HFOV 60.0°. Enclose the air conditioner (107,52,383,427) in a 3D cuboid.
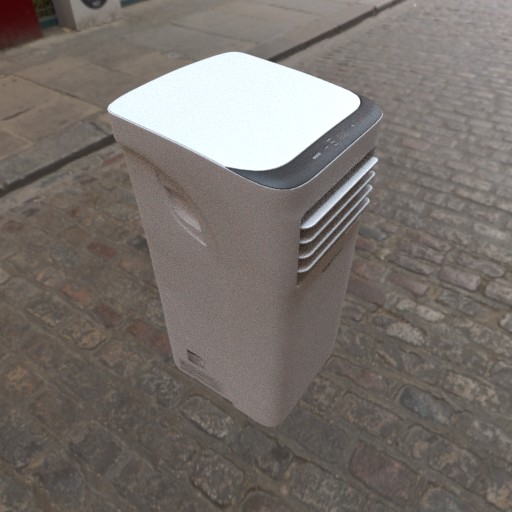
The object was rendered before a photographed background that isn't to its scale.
[{"bbox_3d":[0.000,0.000,0.953,0.369,0.716,0.352,25,47,26],"label":"air conditioner"}]
